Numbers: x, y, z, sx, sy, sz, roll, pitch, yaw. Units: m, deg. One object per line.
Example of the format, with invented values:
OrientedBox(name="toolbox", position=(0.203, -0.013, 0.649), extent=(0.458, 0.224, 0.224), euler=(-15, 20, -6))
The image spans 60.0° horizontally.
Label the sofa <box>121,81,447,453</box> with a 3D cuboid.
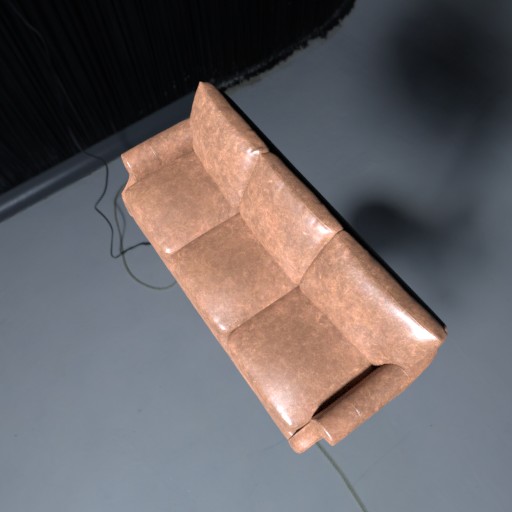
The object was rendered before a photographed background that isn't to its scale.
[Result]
OrientedBox(name="sofa", position=(0.000, 0.000, 2.886), extent=(0.973, 0.977, 2.351), euler=(-32, 67, -16))
